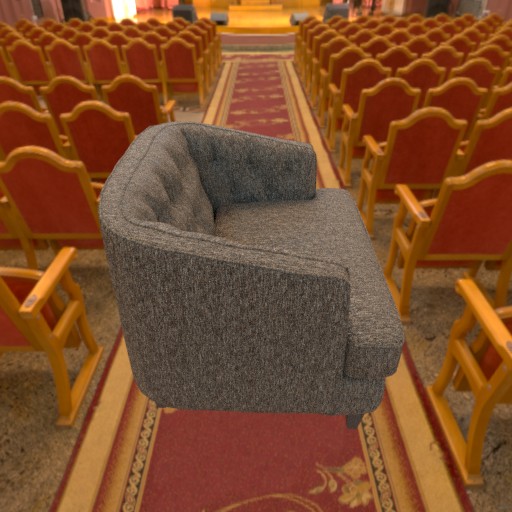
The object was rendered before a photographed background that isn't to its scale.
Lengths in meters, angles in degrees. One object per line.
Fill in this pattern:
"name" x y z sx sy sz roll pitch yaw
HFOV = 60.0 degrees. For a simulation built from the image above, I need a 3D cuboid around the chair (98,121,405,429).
"chair" 0.000 0.000 1.772 0.941 0.852 1.104 0 34 1
